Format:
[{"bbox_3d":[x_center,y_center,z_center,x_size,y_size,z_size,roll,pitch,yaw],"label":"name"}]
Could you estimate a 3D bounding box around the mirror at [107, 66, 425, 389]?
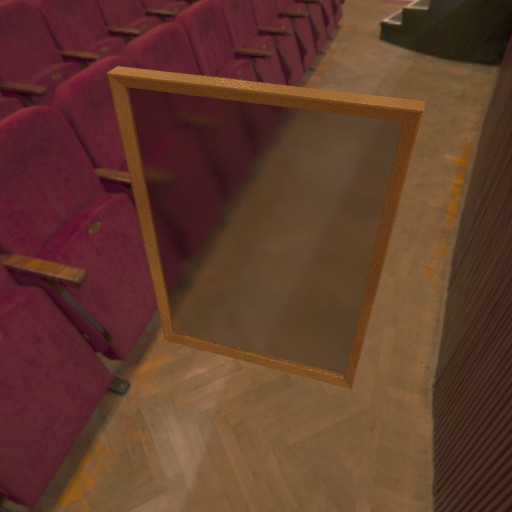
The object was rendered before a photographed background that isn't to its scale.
[{"bbox_3d":[0.000,0.000,0.927,0.507,0.710,0.039,12,43,13],"label":"mirror"}]
